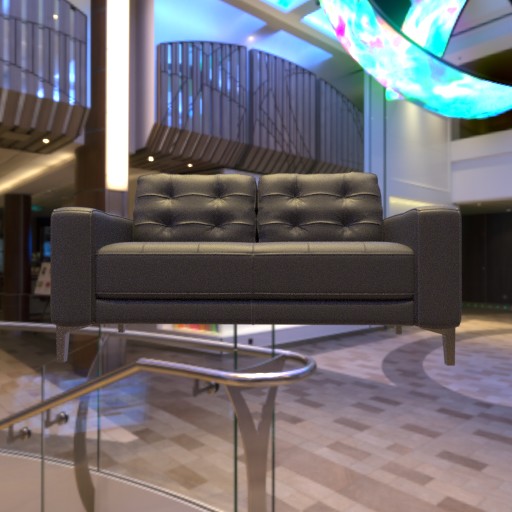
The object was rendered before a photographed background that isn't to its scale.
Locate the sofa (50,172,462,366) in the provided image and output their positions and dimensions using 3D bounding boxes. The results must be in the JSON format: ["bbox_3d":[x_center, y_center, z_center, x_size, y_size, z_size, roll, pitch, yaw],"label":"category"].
[{"bbox_3d":[0.000,0.000,2.215,1.726,0.893,0.833,0,0,2],"label":"sofa"}]
